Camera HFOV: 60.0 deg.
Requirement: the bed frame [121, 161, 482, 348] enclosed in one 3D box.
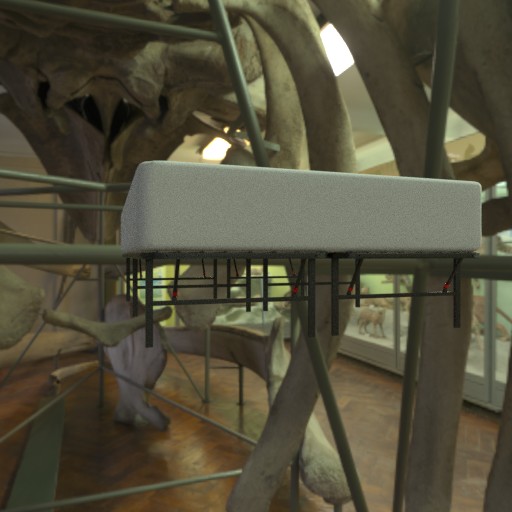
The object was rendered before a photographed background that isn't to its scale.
[{"bbox_3d":[0.000,0.000,2.708,1.528,0.677,2.037,0,0,-19],"label":"bed frame"}]
